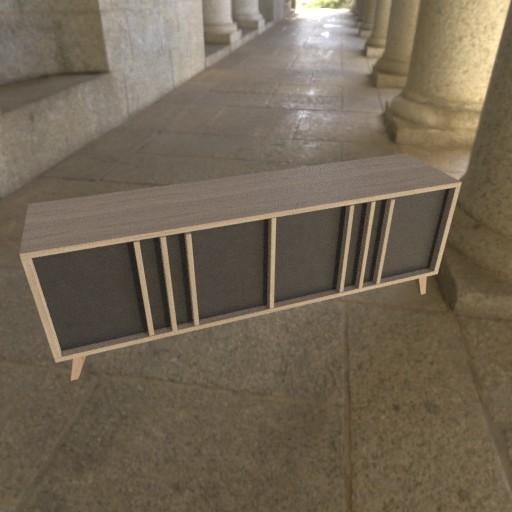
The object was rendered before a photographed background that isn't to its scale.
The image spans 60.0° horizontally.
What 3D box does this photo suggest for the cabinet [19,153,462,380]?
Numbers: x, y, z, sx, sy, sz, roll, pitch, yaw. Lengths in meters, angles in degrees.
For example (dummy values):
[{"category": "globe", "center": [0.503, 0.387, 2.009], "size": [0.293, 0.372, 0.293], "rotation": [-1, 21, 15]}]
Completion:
[{"category": "cabinet", "center": [0.000, 0.000, 2.497], "size": [2.198, 0.779, 0.499], "rotation": [-11, 34, -17]}]
